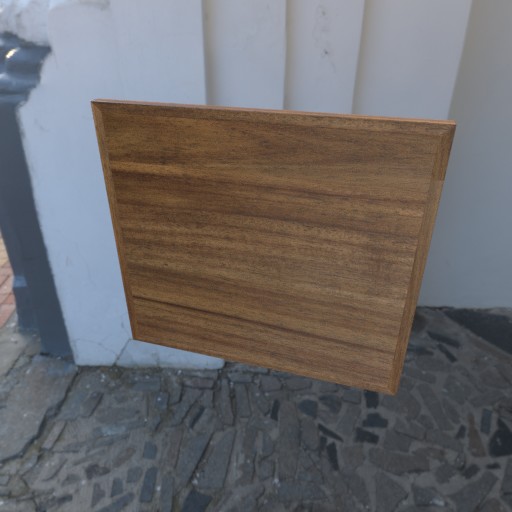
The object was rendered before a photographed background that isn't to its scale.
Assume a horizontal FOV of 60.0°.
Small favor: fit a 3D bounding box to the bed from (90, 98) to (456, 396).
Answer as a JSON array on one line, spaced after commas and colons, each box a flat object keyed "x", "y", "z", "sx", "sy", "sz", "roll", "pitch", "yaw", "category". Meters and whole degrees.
[{"x": 0.000, "y": 0.000, "z": 1.469, "sx": 1.041, "sy": 0.940, "sz": 0.043, "roll": 9, "pitch": 31, "yaw": 14, "category": "bed"}]
